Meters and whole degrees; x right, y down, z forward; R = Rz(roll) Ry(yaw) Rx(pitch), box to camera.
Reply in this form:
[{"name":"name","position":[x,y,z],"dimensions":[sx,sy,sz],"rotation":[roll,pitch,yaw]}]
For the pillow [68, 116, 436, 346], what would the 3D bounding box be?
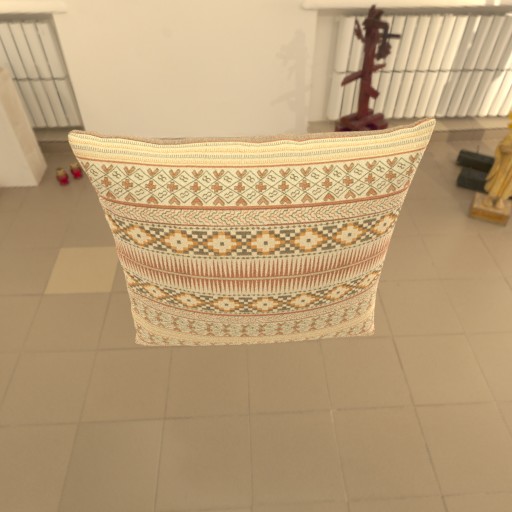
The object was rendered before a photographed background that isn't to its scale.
[{"name":"pillow","position":[0.000,0.000,0.791],"dimensions":[0.521,0.519,0.215],"rotation":[-2,45,-2]}]
